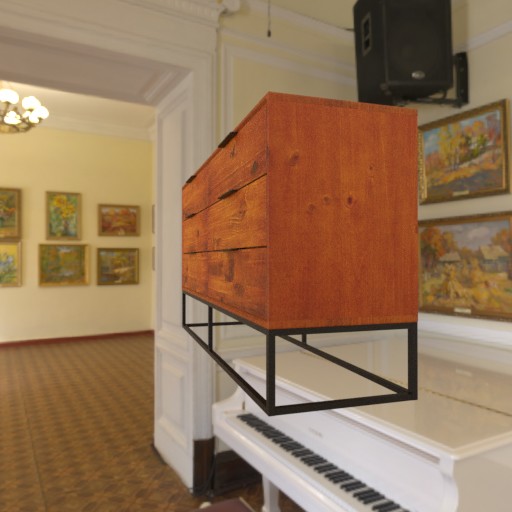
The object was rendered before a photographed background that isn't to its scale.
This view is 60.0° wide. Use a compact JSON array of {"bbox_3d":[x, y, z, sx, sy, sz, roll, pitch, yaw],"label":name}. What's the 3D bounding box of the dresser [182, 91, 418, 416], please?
[{"bbox_3d":[0.000,0.000,1.897,0.464,0.810,1.536,0,0,-17],"label":"dresser"}]
